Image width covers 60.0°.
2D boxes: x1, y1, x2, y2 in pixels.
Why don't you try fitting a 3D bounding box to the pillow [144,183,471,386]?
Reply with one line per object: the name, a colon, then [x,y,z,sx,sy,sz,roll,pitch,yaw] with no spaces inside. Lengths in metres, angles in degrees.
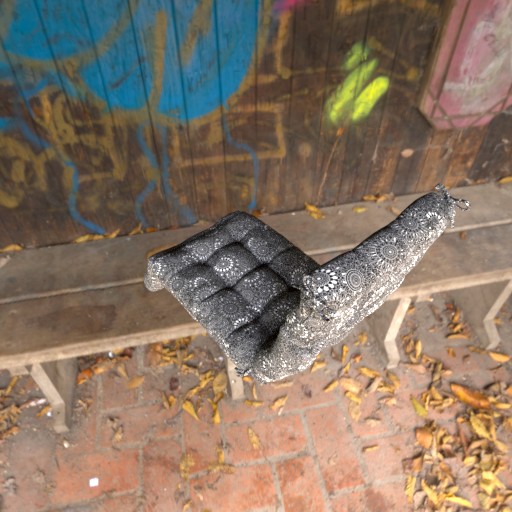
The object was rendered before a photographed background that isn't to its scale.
pillow: [0.000,0.000,1.511,0.526,0.863,1.016,-32,54,-27]
